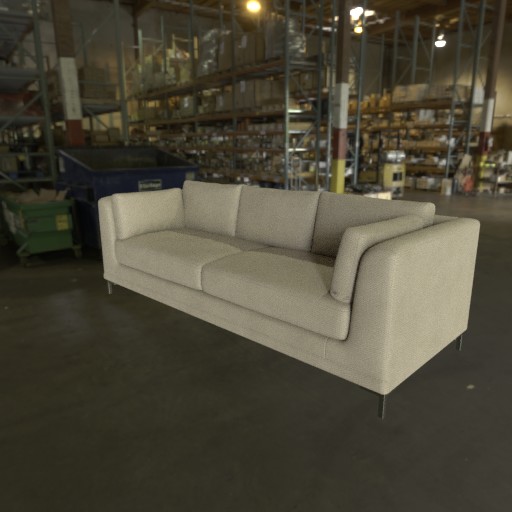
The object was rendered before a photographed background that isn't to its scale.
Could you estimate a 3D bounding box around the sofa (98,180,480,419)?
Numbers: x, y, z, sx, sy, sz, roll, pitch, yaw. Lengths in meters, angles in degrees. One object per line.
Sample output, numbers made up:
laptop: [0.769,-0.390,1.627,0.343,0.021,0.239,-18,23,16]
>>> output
sofa: [0.000,0.000,2.922,2.415,0.867,0.969,13,19,42]
